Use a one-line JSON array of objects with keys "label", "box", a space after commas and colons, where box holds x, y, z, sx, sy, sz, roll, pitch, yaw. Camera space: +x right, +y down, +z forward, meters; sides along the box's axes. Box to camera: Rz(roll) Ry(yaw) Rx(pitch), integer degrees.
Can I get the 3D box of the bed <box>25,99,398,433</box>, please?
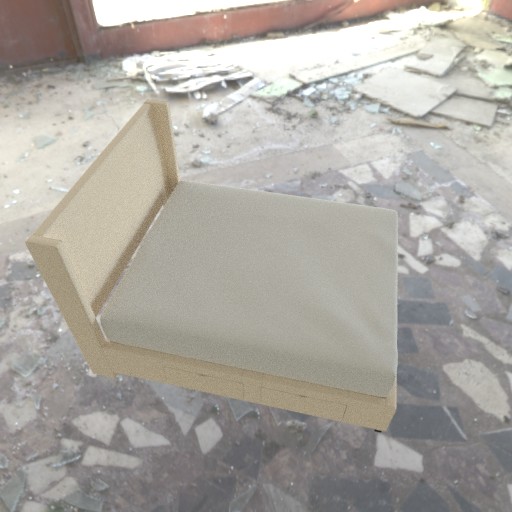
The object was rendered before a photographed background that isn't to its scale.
[{"label": "bed", "box": [0.000, 0.000, 3.437, 2.280, 1.471, 1.765, 9, 47, 9]}]
